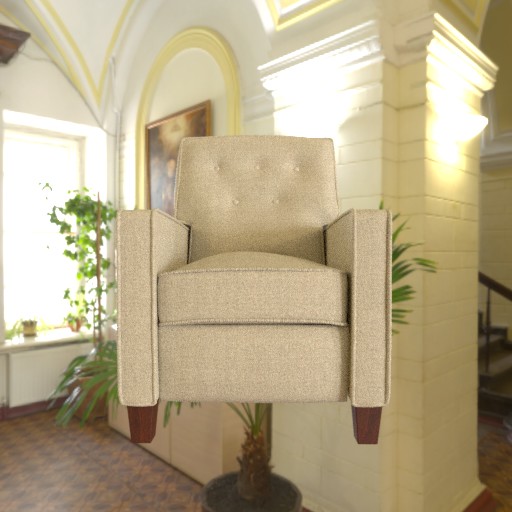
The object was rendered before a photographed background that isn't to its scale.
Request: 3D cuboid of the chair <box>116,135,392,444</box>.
[{"bbox_3d":[0.000,0.000,1.385,0.648,0.888,0.754,0,1,1],"label":"chair"}]
